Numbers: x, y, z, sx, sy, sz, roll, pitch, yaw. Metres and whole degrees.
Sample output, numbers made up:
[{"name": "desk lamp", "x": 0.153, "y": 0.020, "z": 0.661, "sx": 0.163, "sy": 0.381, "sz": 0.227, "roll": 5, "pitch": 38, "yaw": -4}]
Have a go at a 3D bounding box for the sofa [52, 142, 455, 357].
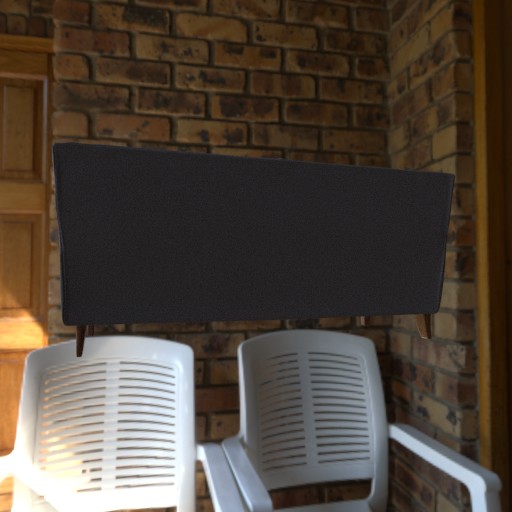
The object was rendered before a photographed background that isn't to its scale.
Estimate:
[{"name": "sofa", "x": 0.000, "y": 0.000, "z": 2.479, "sx": 2.002, "sy": 0.907, "sz": 0.843, "roll": 1, "pitch": -2, "yaw": -17}]
